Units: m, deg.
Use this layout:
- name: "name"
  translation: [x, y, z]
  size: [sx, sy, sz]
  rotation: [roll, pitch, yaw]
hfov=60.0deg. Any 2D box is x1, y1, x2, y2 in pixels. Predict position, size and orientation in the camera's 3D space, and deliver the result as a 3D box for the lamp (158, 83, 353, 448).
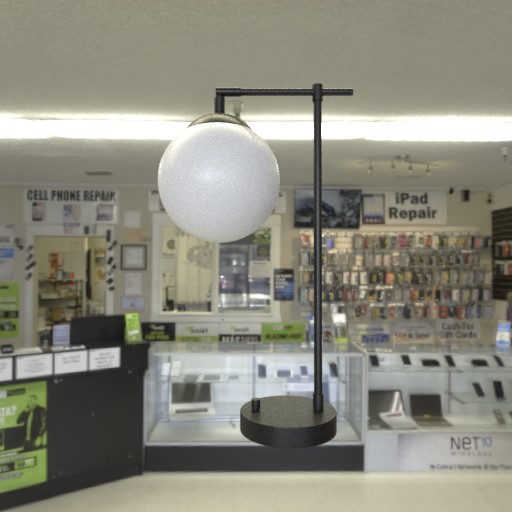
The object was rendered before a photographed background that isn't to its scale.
- name: "lamp"
  translation: [0.000, 0.000, 0.721]
  size: [0.316, 0.559, 0.197]
  rotation: [0, -1, 0]
